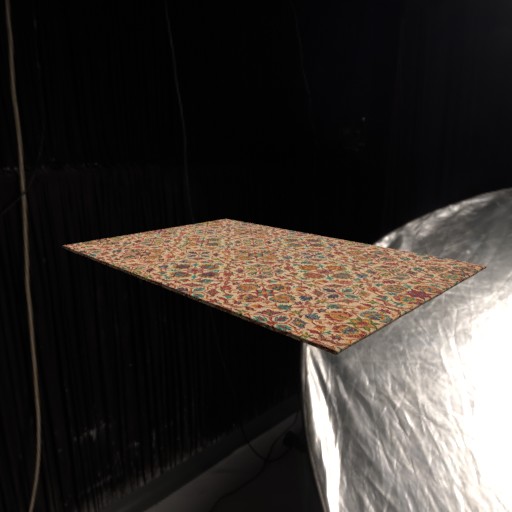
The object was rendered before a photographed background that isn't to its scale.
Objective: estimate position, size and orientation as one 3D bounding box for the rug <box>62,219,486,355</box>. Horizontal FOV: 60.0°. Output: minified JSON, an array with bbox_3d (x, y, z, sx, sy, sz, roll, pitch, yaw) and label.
[{"bbox_3d":[0.000,0.000,2.851,2.297,0.018,1.541,14,20,43],"label":"rug"}]
